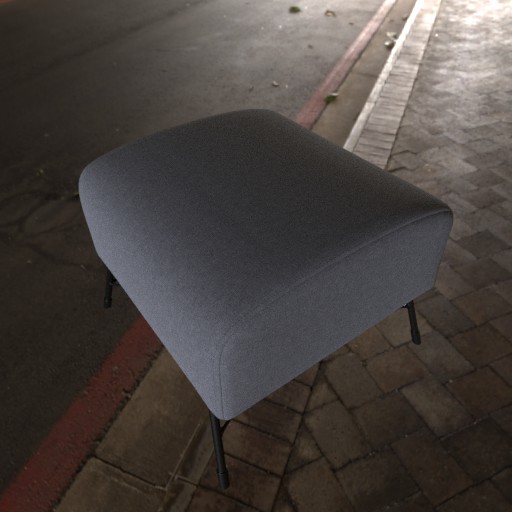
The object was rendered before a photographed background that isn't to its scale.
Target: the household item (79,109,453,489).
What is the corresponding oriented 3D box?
[{"bbox_3d":[0.000,0.000,0.892,0.530,0.410,0.530,-26,47,-27],"label":"household item"}]
